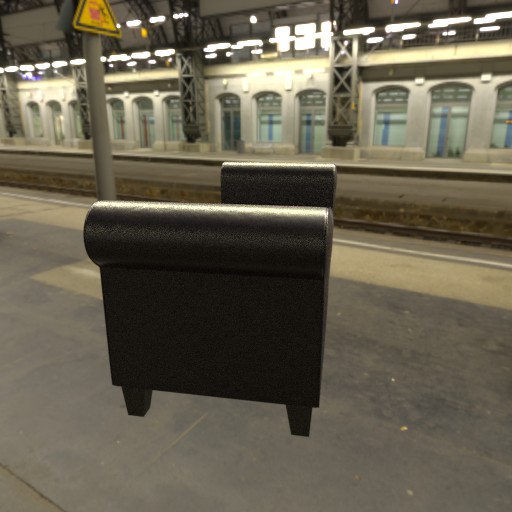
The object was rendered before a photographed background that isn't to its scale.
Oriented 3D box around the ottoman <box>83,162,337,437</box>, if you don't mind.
[{"bbox_3d":[0.000,0.000,1.528,0.521,0.547,1.256,3,17,10],"label":"ottoman"}]
